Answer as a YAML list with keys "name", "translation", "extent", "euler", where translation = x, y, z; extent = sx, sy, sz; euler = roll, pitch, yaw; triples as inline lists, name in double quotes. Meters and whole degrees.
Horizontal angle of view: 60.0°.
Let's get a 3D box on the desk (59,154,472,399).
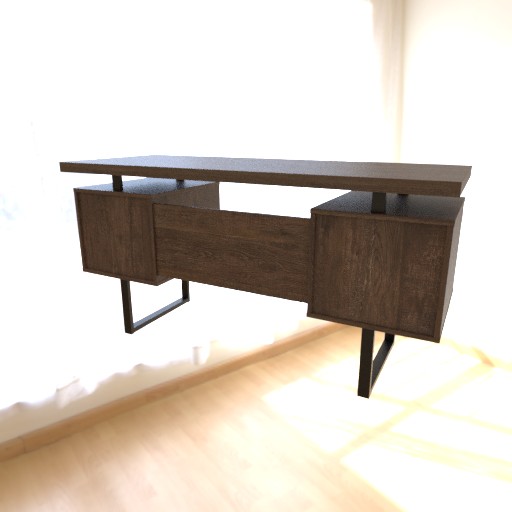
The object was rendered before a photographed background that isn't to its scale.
- name: "desk"
  translation: [0.000, 0.000, 1.856]
  extent: [1.524, 0.760, 0.600]
  euler: [8, 18, 26]
